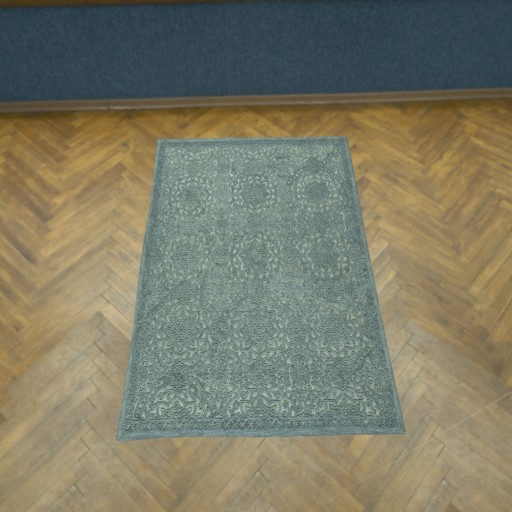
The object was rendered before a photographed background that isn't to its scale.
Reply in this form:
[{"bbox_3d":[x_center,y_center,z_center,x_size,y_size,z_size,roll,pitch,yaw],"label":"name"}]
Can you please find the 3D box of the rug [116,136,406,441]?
[{"bbox_3d":[0.000,0.000,2.364,1.224,0.016,1.830,-1,57,-1],"label":"rug"}]
